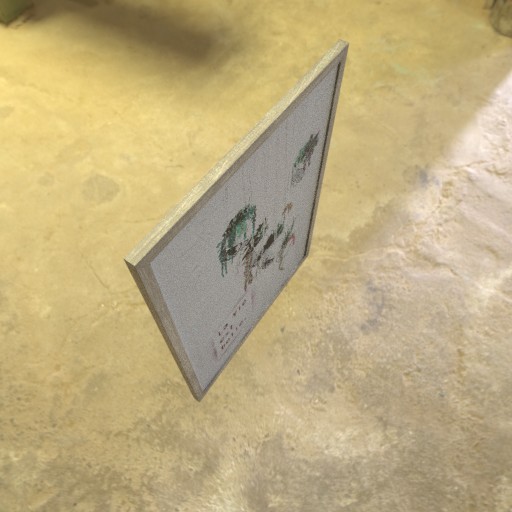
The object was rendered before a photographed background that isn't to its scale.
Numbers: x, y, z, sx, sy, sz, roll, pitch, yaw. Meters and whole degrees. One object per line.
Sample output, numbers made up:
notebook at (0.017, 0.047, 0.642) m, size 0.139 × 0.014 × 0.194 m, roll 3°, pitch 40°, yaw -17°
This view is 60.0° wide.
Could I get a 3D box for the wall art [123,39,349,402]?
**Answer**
wall art at (0.000, 0.000, 1.382) m, size 0.035 × 1.022 × 0.781 m, roll 30°, pitch 64°, yaw 17°
